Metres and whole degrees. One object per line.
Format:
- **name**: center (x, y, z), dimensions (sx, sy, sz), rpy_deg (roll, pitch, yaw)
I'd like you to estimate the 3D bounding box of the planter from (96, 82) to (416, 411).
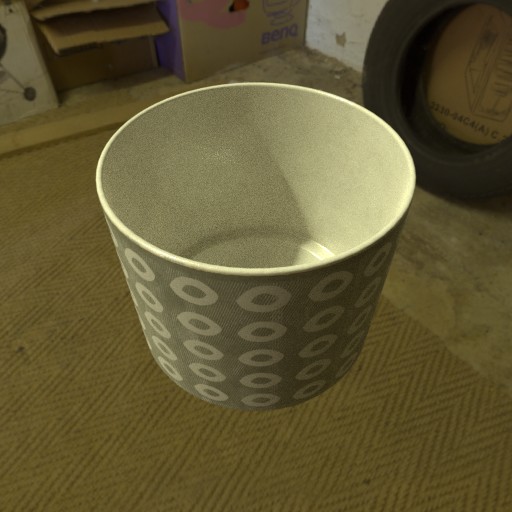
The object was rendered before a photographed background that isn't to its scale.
- **planter**: center (0.000, 0.000, 0.336), dimensions (0.190, 0.181, 0.190), rpy_deg (0, 47, 0)
